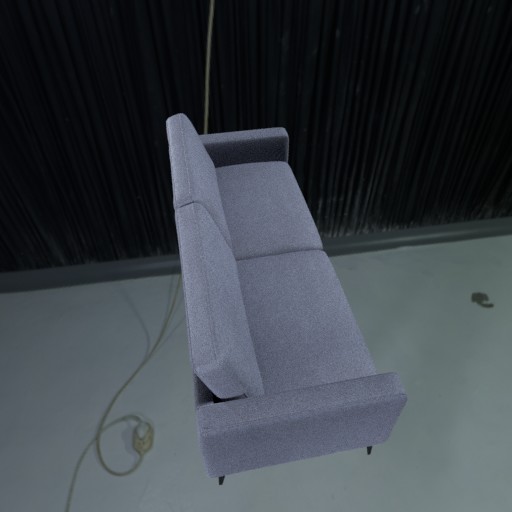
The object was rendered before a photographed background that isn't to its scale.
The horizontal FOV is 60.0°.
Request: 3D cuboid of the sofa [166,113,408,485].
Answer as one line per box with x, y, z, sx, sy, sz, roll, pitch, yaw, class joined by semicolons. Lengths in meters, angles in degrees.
0.000;0.000;2.311;0.774;0.828;1.925;-8;46;-8;sofa
